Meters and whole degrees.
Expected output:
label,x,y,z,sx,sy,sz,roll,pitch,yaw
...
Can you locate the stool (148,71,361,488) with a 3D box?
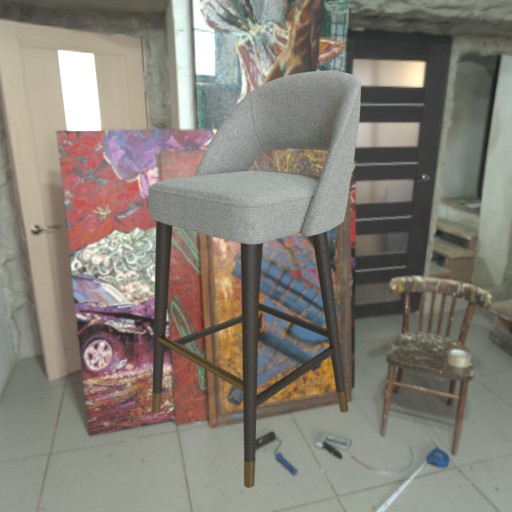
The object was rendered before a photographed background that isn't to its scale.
label,x,y,z,sx,sy,sz,roll,pitch,yaw
stool,0.000,0.000,1.297,0.494,1.037,0.509,16,23,42
